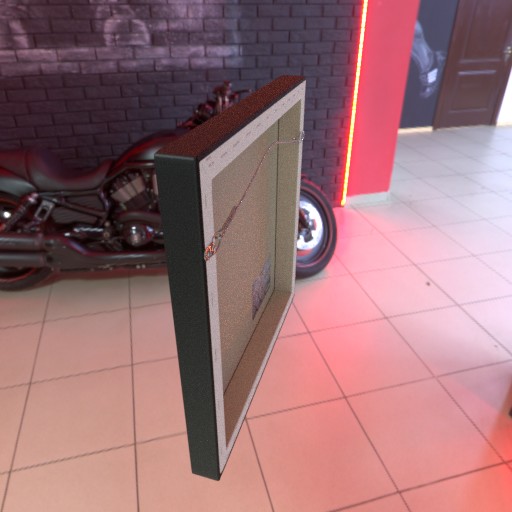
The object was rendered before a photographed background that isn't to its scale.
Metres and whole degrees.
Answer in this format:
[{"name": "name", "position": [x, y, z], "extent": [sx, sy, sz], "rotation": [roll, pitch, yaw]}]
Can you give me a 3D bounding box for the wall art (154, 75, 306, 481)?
[{"name": "wall art", "position": [0.000, 0.000, 0.606], "extent": [0.041, 0.407, 0.406], "rotation": [9, 32, 15]}]
